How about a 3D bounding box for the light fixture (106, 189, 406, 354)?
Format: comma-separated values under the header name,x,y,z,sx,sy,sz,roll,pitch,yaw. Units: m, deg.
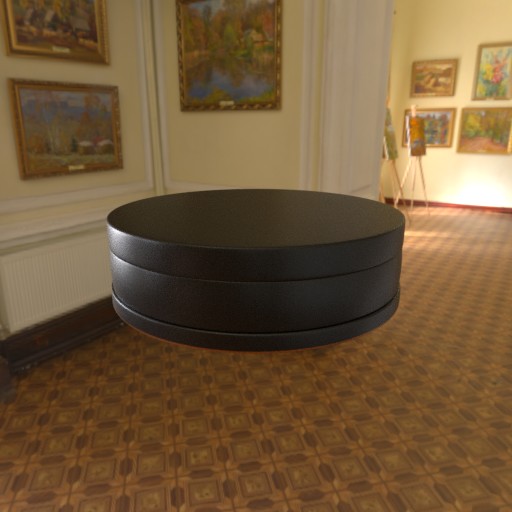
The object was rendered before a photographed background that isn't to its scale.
name,x,y,z,sx,sy,sz,roll,pitch,yaw
light fixture,0.000,0.000,0.449,0.283,0.097,0.283,0,17,0
